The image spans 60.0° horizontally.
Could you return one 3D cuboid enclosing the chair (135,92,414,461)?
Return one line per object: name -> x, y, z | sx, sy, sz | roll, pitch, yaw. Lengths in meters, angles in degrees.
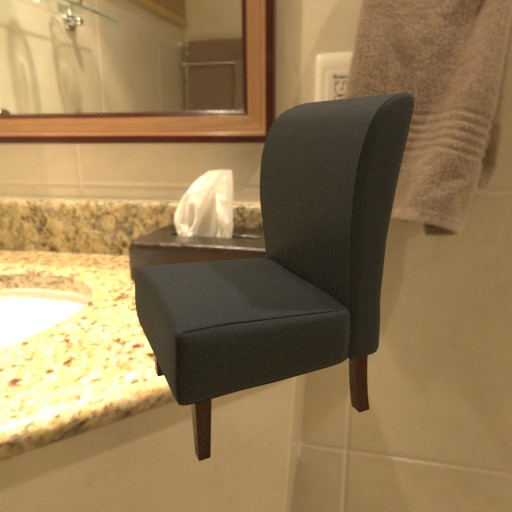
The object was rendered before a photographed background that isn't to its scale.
chair -> 0.000, 0.000, 1.175 | 0.592, 0.804, 0.513 | -7, 17, -24
